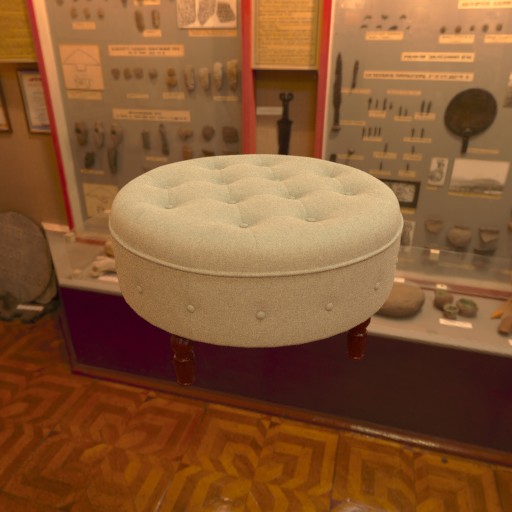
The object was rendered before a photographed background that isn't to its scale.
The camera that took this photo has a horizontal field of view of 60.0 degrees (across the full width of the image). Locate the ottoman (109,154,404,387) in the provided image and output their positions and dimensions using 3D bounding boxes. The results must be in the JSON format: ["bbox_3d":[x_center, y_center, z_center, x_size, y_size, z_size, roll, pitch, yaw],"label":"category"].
[{"bbox_3d":[0.000,0.000,1.403,0.849,0.478,0.849,0,26,0],"label":"ottoman"}]
